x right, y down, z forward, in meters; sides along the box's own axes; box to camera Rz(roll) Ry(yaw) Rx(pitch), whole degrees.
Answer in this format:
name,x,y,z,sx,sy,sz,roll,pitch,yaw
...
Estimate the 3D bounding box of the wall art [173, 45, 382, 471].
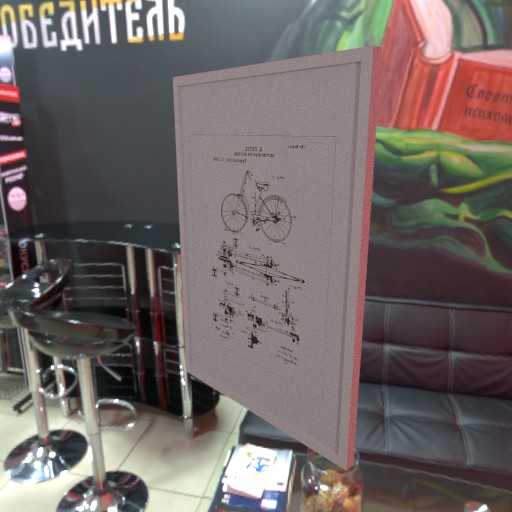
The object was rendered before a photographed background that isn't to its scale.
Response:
name,x,y,z,sx,sy,sz,roll,pitch,yaw
wall art,0.000,0.000,0.598,0.015,0.477,0.332,-14,21,-42
